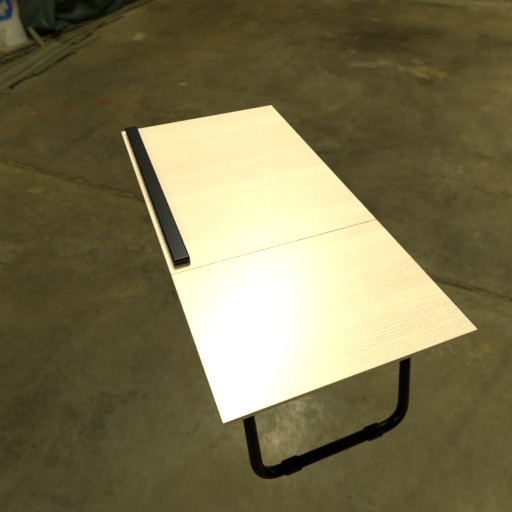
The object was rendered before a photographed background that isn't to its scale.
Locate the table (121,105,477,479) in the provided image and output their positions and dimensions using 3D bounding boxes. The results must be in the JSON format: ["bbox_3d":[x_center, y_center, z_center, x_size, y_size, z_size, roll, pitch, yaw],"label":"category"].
[{"bbox_3d":[0.000,0.000,0.781,0.322,0.242,0.644,-15,46,-15],"label":"table"}]
